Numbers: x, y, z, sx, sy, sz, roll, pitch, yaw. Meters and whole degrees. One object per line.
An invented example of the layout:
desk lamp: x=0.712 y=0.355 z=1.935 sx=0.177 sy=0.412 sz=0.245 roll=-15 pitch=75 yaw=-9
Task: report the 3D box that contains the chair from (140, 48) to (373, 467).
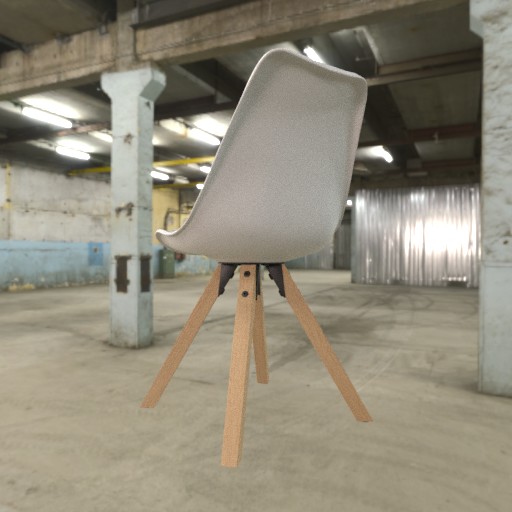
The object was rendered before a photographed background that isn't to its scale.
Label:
chair: x=0.000 y=0.000 z=1.176 sx=0.485 sy=0.850 sz=0.550 roll=0 pitch=0 yaw=-36
